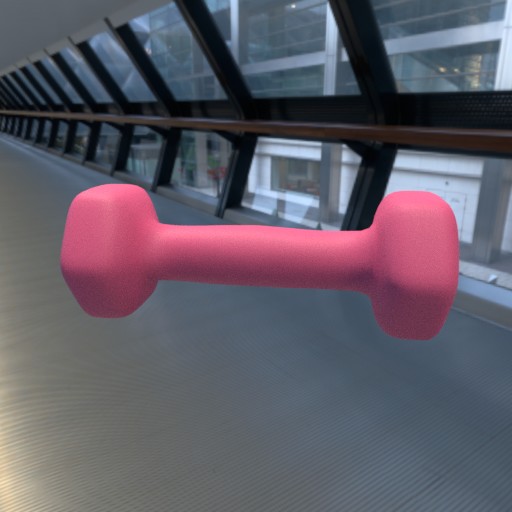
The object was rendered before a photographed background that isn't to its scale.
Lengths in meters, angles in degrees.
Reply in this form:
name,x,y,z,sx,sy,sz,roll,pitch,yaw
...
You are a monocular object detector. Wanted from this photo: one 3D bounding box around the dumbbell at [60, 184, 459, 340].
name,x,y,z,sx,sy,sz,roll,pitch,yaw
dumbbell,0.000,0.000,0.176,0.146,0.053,0.058,3,17,9
